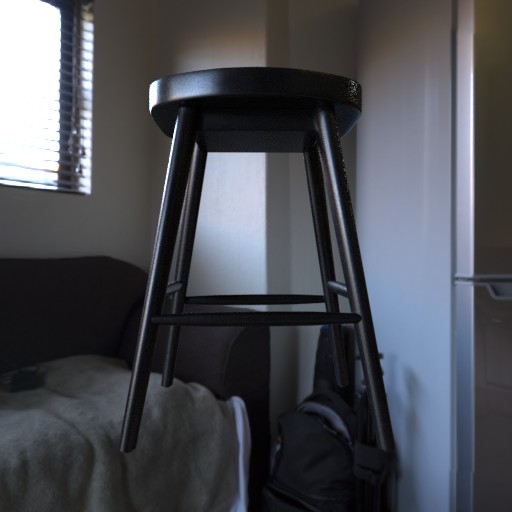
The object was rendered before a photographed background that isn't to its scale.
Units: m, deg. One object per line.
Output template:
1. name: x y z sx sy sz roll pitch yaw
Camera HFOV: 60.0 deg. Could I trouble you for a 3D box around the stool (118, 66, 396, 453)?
1. stool: 0.000 0.000 0.869 0.440 0.615 0.361 0 1 -1
